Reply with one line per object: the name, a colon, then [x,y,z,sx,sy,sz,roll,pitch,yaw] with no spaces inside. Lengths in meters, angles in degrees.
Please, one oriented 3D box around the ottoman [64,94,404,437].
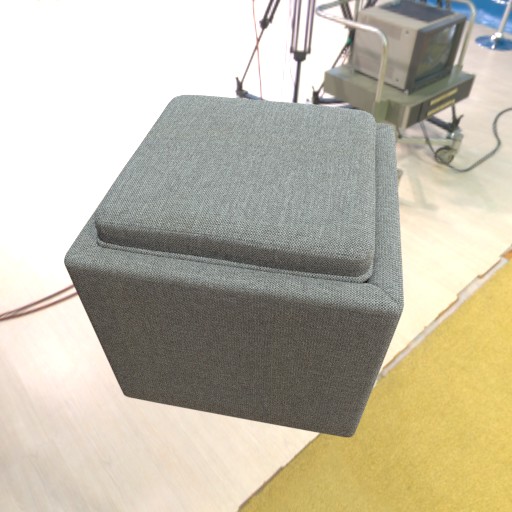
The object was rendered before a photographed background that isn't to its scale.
ottoman: [0.000,0.000,0.832,0.450,0.460,0.450,8,46,7]
